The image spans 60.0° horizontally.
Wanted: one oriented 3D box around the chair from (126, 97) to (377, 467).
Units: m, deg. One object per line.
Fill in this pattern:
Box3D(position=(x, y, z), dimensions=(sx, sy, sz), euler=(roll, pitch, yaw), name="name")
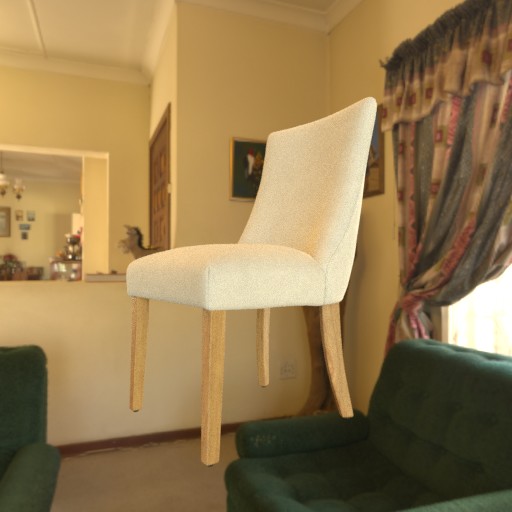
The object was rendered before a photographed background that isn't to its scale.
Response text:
Box3D(position=(0.000, 0.000, 1.285), dimensions=(0.610, 0.902, 0.495), euler=(0, -1, -36), name="chair")
